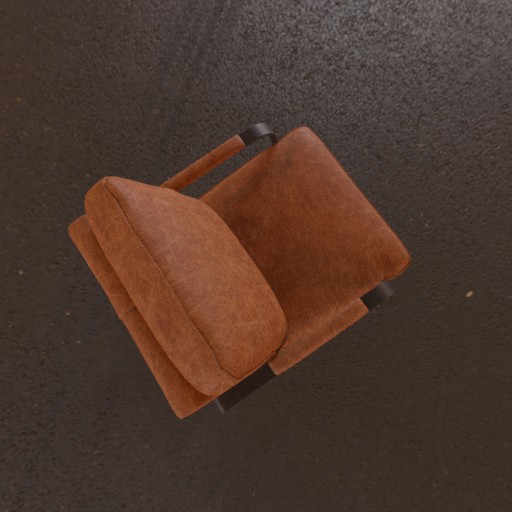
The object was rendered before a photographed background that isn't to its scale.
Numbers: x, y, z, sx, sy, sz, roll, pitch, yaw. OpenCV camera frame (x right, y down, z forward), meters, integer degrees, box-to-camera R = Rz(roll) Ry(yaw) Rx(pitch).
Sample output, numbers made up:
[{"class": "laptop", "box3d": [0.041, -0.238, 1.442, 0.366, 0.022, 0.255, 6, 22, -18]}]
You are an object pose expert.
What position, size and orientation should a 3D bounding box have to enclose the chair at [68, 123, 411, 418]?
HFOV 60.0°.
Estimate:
[{"class": "chair", "box3d": [0.000, 0.000, 1.349, 0.801, 0.777, 0.651, -33, 77, -8]}]
